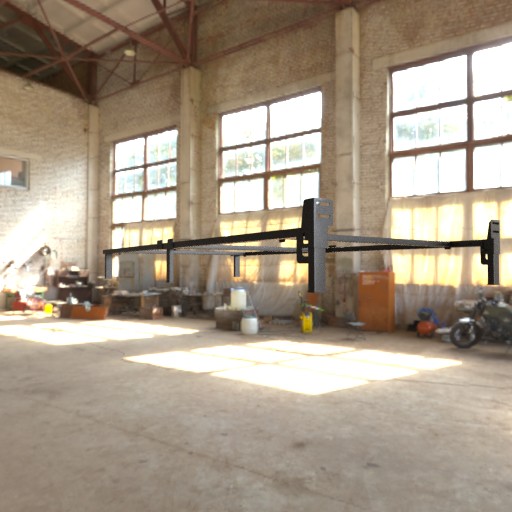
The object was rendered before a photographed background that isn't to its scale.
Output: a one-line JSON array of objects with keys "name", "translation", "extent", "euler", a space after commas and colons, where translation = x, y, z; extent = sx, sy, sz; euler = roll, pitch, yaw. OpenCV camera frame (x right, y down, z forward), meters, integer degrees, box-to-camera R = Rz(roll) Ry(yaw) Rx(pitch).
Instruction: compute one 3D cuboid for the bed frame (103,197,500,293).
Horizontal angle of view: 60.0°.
[{"name": "bed frame", "translation": [0.000, 0.000, 2.201], "extent": [0.968, 0.248, 1.897], "euler": [1, -2, -35]}]
